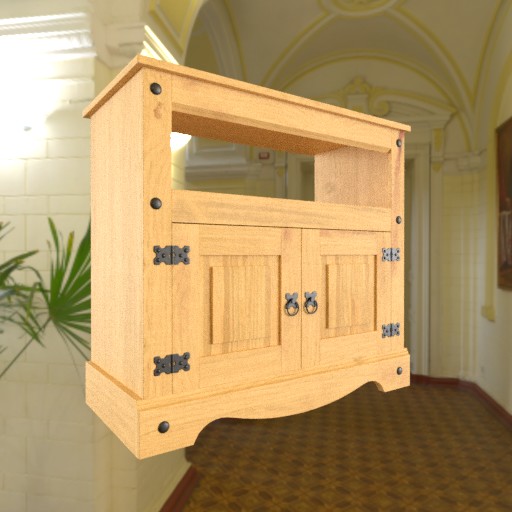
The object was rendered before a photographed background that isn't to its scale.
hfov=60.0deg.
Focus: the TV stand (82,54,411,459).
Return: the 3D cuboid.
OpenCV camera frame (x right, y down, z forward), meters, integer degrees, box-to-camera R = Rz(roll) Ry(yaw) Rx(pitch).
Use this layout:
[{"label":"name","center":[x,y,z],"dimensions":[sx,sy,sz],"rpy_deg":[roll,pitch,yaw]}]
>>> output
[{"label":"TV stand","center":[0.000,0.000,1.275],"dimensions":[0.851,0.787,0.430],"rpy_deg":[0,0,-35]}]
